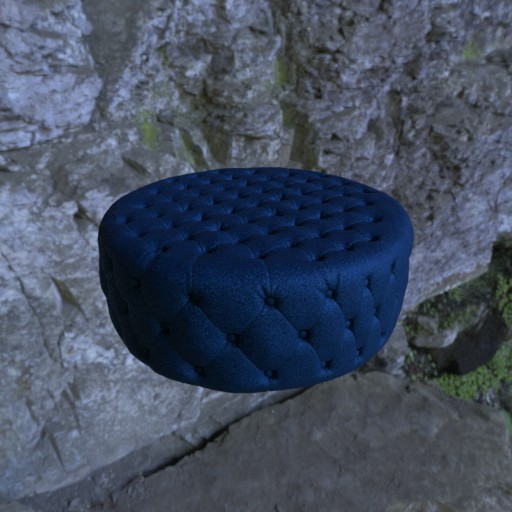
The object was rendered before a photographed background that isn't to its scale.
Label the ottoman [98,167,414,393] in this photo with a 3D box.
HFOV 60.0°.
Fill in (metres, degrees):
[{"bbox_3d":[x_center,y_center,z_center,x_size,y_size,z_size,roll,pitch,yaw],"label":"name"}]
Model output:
[{"bbox_3d":[0.000,0.000,1.507,0.998,0.398,0.998,0,27,0],"label":"ottoman"}]
